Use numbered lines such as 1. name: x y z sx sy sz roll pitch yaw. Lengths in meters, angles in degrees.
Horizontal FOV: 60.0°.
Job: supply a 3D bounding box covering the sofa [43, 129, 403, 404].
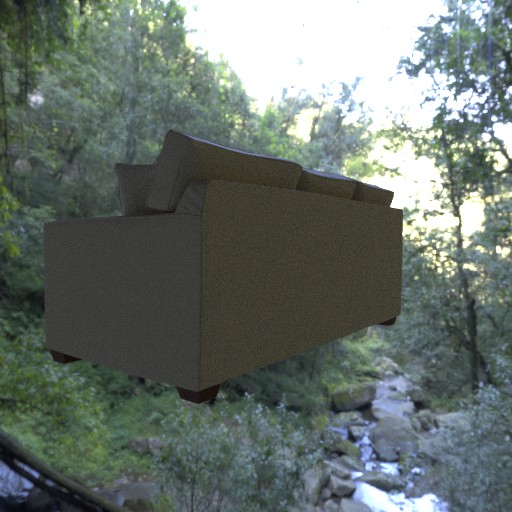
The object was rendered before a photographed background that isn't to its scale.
1. sofa: 0.000 0.000 2.511 1.034 0.946 1.963 1 2 37
